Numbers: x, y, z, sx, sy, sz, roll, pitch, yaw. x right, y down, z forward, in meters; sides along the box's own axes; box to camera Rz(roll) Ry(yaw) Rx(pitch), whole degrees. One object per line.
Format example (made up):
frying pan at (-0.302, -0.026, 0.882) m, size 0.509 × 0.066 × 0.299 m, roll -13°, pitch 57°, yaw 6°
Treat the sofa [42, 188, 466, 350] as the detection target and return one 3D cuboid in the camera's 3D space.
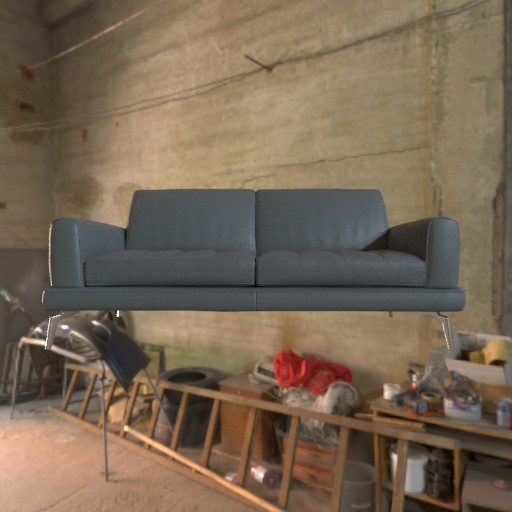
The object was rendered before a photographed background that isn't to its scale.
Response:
sofa at (0.000, 0.000, 2.755) m, size 2.177 × 0.930 × 1.121 m, roll 0°, pitch 1°, yaw 1°
